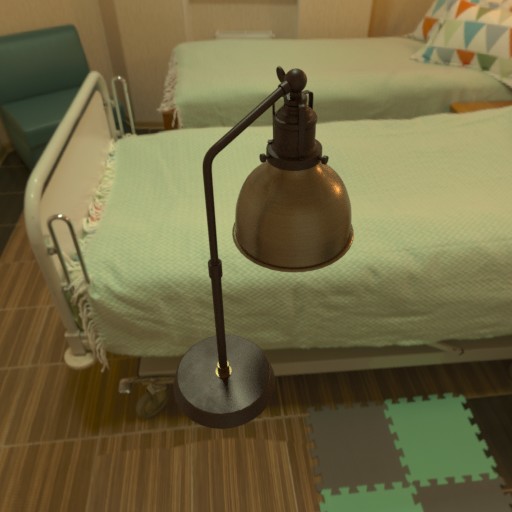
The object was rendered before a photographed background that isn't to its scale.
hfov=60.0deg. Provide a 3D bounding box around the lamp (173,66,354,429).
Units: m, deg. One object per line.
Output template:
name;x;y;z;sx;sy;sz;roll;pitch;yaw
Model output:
lamp;0.000;0.000;0.601;0.298;0.469;0.175;-25;47;-26
